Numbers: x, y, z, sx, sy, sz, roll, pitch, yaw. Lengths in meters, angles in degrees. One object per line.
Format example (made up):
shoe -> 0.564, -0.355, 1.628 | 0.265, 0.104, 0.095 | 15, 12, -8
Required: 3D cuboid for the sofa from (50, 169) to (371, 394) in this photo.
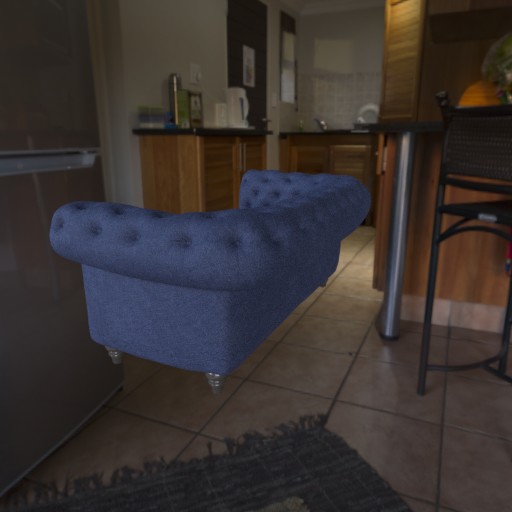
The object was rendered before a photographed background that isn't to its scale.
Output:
sofa -> 0.000, 0.000, 2.589 | 1.082, 0.833, 1.988 | 8, 18, 25
